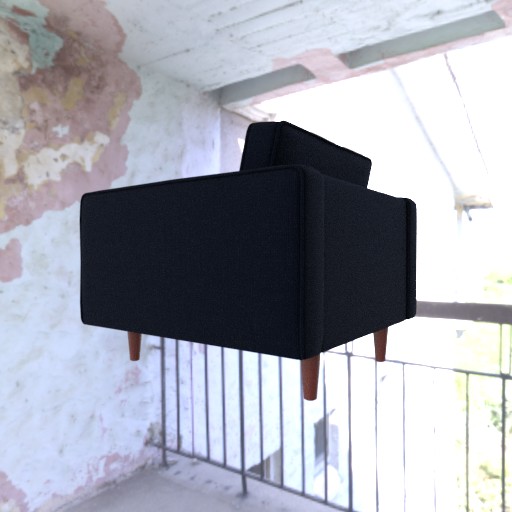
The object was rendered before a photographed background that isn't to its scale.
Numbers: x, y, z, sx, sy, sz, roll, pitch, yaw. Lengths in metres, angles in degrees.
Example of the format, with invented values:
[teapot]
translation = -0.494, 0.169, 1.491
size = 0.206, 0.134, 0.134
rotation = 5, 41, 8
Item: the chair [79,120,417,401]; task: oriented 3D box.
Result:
[chair]
translation = 0.000, 0.000, 1.628
size = 0.920, 0.770, 0.899
rotation = 0, 1, 36
